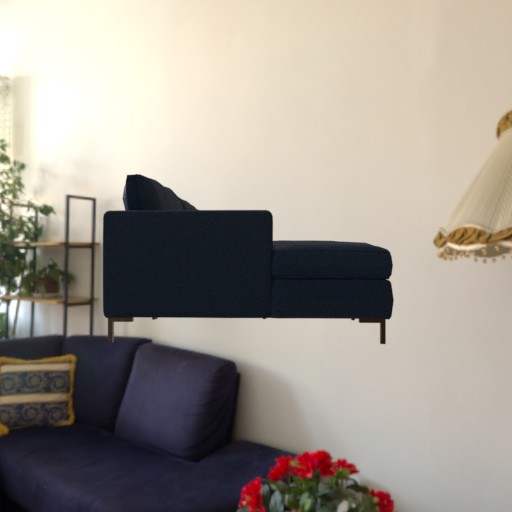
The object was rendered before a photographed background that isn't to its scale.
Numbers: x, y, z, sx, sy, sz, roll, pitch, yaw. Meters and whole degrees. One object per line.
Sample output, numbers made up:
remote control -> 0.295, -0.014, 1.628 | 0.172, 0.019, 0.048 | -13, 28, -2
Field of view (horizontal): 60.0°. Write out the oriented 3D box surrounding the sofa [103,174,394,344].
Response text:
sofa -> 0.000, 0.000, 2.895 | 1.128, 0.679, 2.450 | 0, 0, 2
